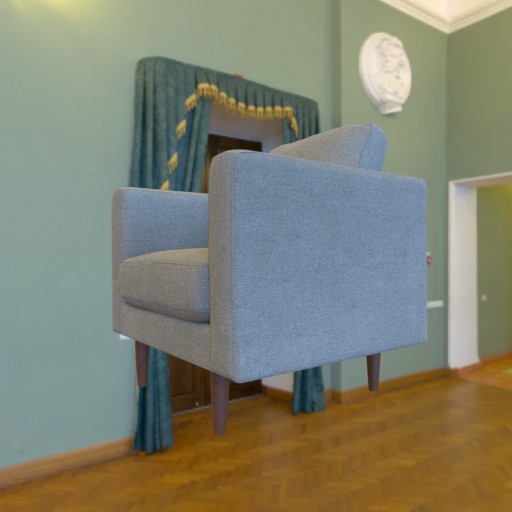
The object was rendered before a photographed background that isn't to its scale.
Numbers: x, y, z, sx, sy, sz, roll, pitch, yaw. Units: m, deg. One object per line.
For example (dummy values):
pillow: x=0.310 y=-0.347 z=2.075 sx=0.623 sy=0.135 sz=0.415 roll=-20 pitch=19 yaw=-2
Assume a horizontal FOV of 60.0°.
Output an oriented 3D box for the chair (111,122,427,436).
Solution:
chair: x=0.000 y=0.000 z=1.553 sx=0.800 sy=0.927 sz=0.855 roll=0 pitch=0 yaw=-36
